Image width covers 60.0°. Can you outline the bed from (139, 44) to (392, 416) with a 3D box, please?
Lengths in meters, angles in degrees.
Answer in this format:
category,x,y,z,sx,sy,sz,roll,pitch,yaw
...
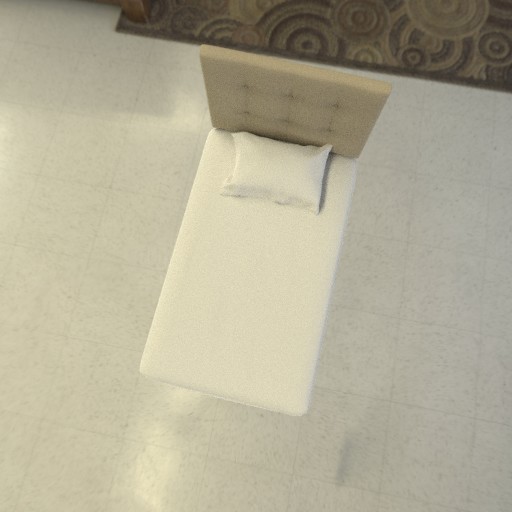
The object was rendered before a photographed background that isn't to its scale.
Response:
category,x,y,z,sx,sy,sz,roll,pitch,yaw
bed,0.000,0.000,3.079,1.261,1.571,1.997,13,76,3
